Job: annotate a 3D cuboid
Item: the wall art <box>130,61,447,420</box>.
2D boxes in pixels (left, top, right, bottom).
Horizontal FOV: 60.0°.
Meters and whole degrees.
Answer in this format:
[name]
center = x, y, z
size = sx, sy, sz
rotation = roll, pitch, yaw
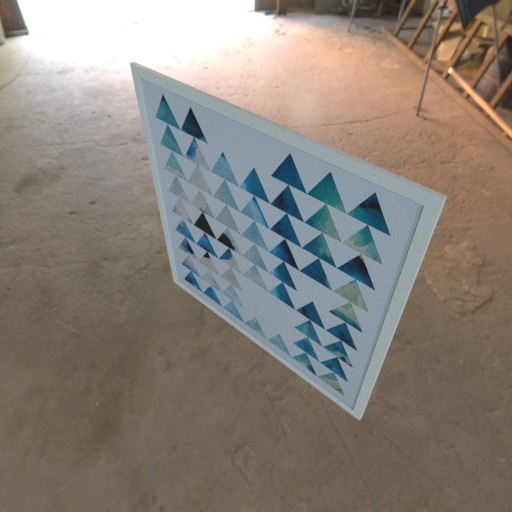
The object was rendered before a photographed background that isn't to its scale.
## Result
[wall art]
center = 0.000, 0.000, 1.186
size = 0.809, 0.809, 0.012
rotation = 32, 54, 28
